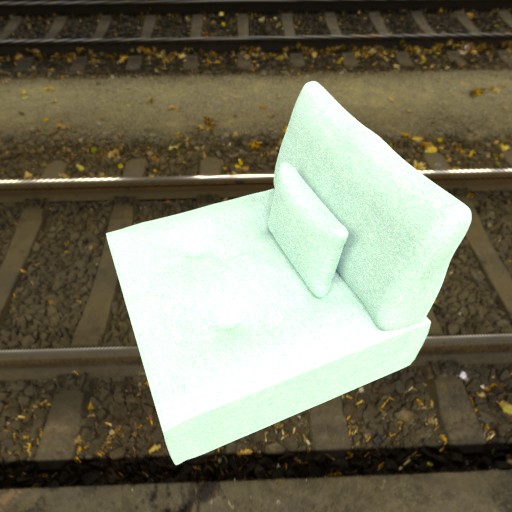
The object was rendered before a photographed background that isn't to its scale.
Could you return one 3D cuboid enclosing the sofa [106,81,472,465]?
[{"bbox_3d":[0.000,0.000,1.659,1.000,0.820,0.930,-17,48,-16],"label":"sofa"}]
